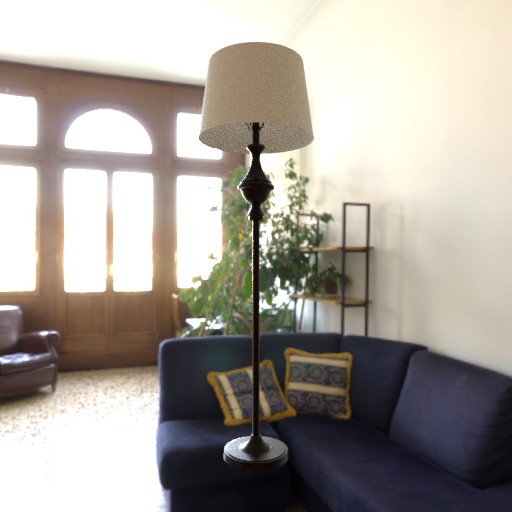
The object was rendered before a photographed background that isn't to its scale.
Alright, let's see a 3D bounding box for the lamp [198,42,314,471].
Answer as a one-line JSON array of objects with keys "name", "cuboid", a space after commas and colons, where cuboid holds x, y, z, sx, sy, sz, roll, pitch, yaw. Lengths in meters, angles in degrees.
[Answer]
[{"name": "lamp", "cuboid": [0.000, 0.000, 1.652, 0.431, 1.484, 0.431, 0, -1, 0]}]
